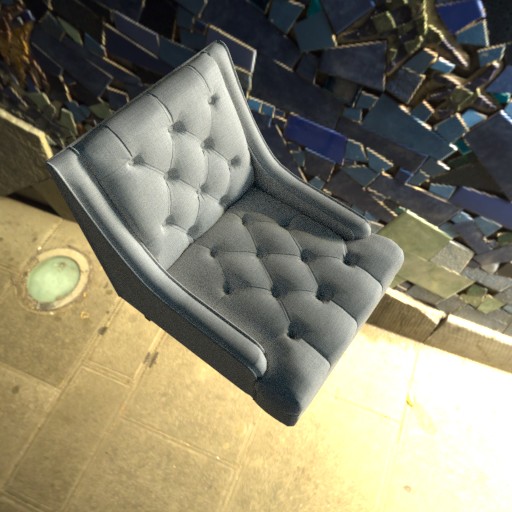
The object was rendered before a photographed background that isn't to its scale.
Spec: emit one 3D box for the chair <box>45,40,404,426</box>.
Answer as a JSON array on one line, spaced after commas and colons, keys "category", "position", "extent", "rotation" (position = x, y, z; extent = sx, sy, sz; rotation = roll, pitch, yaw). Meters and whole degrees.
[{"category": "chair", "position": [0.000, 0.000, 1.404], "extent": [0.772, 0.891, 0.658], "rotation": [32, 63, 19]}]
